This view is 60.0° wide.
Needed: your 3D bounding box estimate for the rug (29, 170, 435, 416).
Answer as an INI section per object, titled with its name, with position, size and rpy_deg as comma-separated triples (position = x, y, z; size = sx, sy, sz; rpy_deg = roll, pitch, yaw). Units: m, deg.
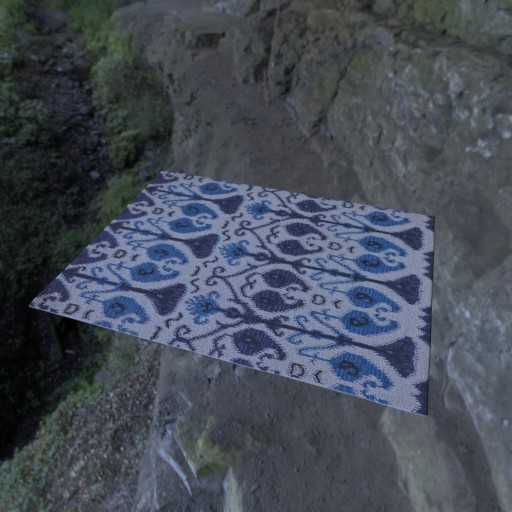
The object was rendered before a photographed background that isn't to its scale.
[rug]
position = 0.000, 0.000, 4.222
size = 3.228, 0.024, 2.443
rpy_deg = 12, 41, 14
